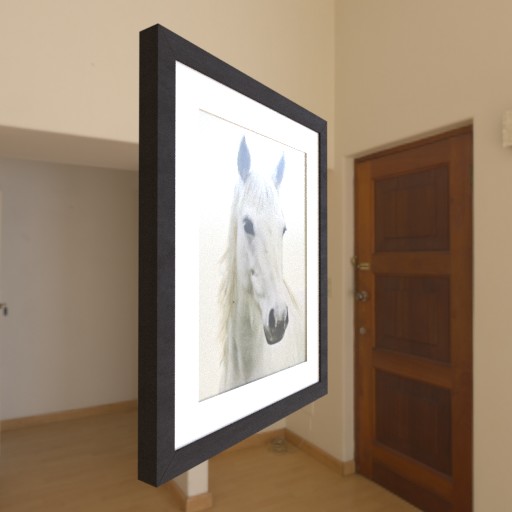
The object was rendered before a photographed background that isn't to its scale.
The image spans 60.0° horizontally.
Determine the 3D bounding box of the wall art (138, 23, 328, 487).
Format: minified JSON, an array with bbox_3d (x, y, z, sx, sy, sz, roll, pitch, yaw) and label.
[{"bbox_3d":[0.000,0.000,0.723,0.034,0.552,0.455,-1,-1,35],"label":"wall art"}]
